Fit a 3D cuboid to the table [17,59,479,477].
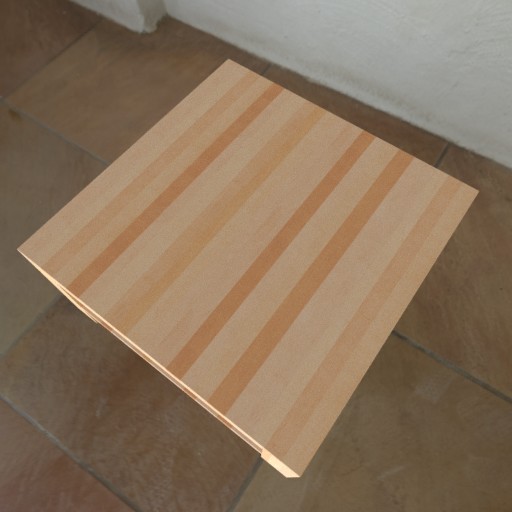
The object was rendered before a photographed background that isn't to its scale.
[{"bbox_3d":[0.000,0.000,1.408,0.900,0.450,0.900,34,68,16],"label":"table"}]
